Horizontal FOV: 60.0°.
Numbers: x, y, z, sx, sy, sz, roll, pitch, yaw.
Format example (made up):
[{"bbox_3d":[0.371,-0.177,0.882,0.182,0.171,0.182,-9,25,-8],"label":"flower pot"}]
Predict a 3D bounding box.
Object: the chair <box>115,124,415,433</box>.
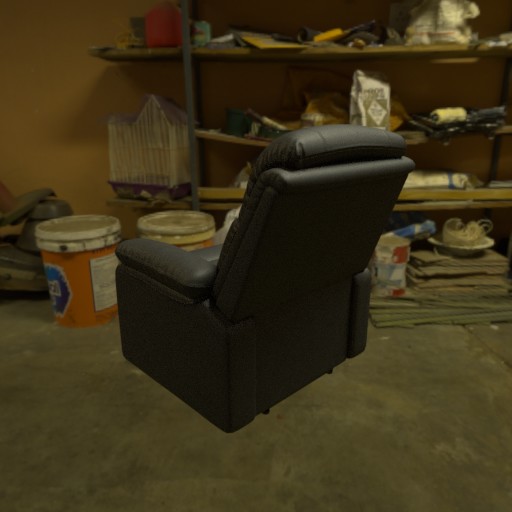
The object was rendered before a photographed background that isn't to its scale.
[{"bbox_3d":[0.000,0.000,1.735,0.855,0.992,0.919,-16,23,-42],"label":"chair"}]
